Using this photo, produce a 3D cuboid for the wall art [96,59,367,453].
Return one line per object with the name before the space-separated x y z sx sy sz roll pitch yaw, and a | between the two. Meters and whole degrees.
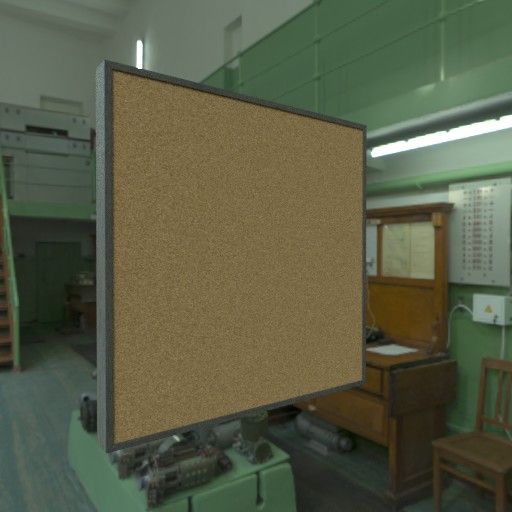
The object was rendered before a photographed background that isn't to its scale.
wall art | 0.000 0.000 0.734 0.507 0.507 0.037 0 1 -36
